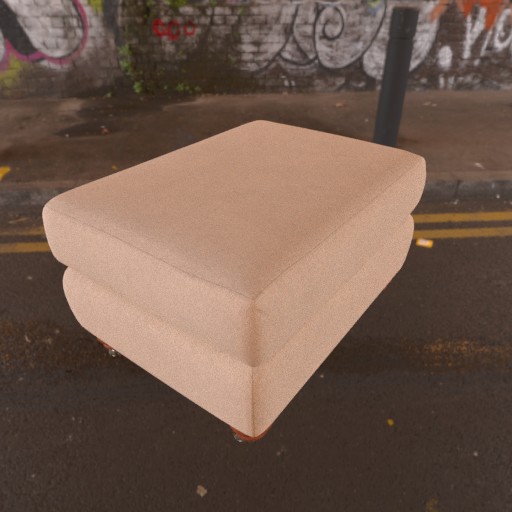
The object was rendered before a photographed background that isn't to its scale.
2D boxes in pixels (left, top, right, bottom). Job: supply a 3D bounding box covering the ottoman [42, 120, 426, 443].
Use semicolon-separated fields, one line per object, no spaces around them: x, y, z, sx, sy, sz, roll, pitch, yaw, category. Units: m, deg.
0.000;0.000;1.119;0.569;0.499;0.773;22;39;30;ottoman
